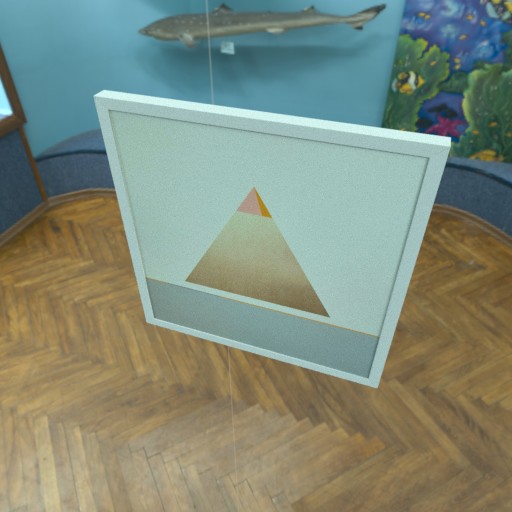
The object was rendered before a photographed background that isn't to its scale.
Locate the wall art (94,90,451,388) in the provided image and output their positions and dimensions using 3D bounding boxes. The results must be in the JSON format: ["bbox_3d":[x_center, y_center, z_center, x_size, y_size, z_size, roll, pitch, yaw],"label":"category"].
[{"bbox_3d":[0.000,0.000,1.166,0.768,0.765,0.041,13,41,15],"label":"wall art"}]
